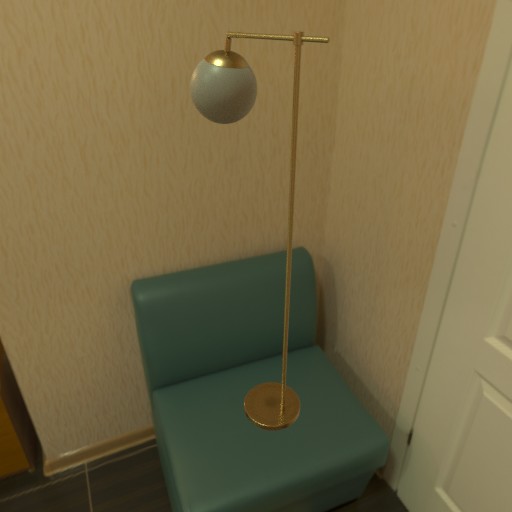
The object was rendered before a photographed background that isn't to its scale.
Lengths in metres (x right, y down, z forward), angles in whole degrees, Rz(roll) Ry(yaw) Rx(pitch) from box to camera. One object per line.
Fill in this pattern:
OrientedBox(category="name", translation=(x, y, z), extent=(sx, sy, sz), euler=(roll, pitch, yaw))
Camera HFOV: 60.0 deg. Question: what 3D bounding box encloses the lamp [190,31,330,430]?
OrientedBox(category="lamp", translation=(0.000, 0.000, 1.654), extent=(0.476, 1.505, 0.249), euler=(21, 36, 31))
